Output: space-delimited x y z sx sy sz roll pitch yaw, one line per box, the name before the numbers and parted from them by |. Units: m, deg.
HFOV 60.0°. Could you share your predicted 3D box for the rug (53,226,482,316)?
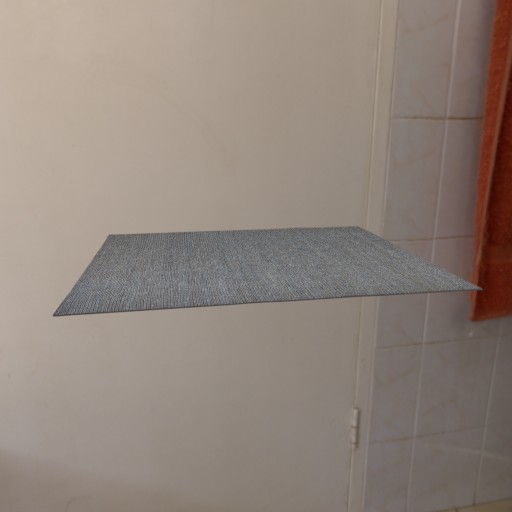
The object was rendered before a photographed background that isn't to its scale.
rug | 0.000 0.000 4.254 3.068 0.021 2.456 -3 15 -9
